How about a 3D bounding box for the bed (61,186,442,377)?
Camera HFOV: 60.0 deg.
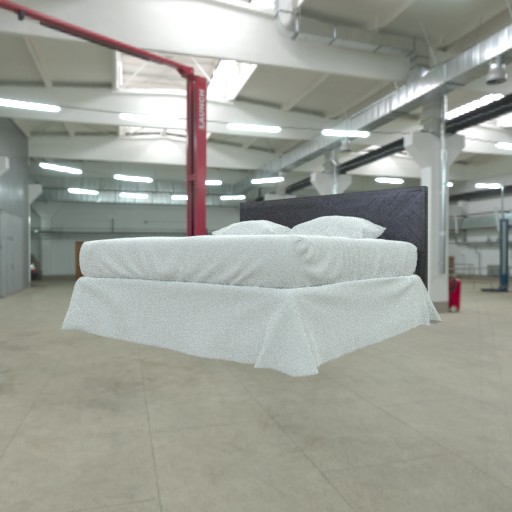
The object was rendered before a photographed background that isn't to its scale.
[{"bbox_3d":[0.000,0.000,3.509,2.255,1.158,2.165,0,0,38],"label":"bed"}]
